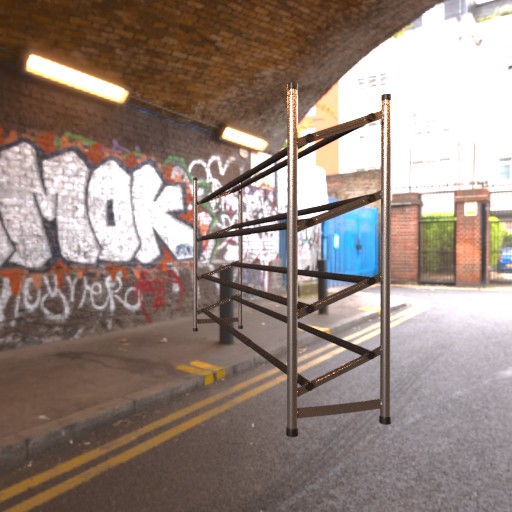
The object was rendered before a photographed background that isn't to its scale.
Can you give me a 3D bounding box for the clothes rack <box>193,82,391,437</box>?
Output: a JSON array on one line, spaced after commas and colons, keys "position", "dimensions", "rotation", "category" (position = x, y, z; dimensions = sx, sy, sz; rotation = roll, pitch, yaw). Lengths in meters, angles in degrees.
[{"position": [0.000, 0.000, 1.424], "dimensions": [0.229, 0.672, 1.168], "rotation": [0, 1, -17], "category": "clothes rack"}]
